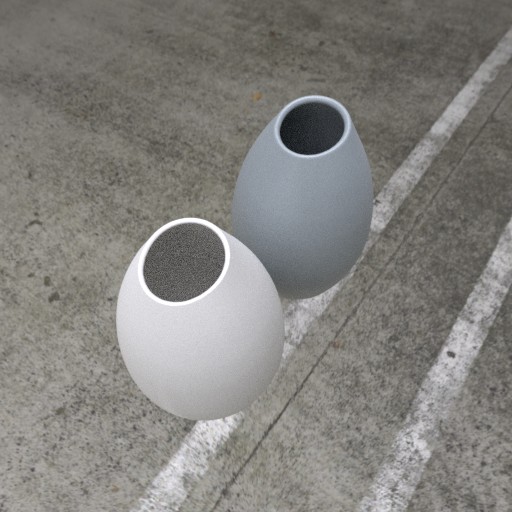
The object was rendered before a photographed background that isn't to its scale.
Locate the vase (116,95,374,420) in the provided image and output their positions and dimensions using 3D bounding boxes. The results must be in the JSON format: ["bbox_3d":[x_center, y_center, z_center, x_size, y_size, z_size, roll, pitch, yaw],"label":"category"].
[{"bbox_3d":[0.000,0.000,0.253,0.089,0.131,0.187,32,63,18],"label":"vase"}]
